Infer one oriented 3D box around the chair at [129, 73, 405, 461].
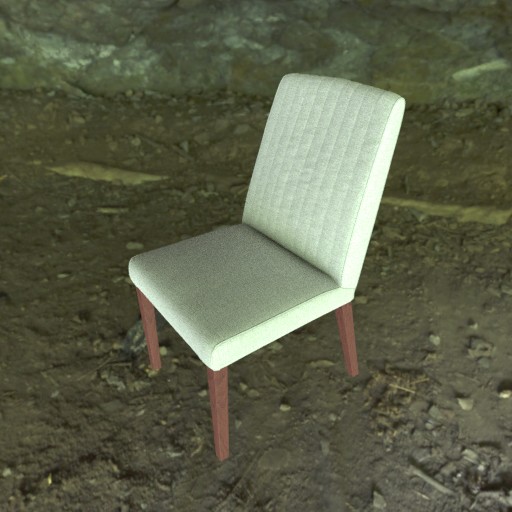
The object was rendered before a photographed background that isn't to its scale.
[{"bbox_3d":[0.000,0.000,1.264,0.594,0.900,0.480,-21,37,-31],"label":"chair"}]
